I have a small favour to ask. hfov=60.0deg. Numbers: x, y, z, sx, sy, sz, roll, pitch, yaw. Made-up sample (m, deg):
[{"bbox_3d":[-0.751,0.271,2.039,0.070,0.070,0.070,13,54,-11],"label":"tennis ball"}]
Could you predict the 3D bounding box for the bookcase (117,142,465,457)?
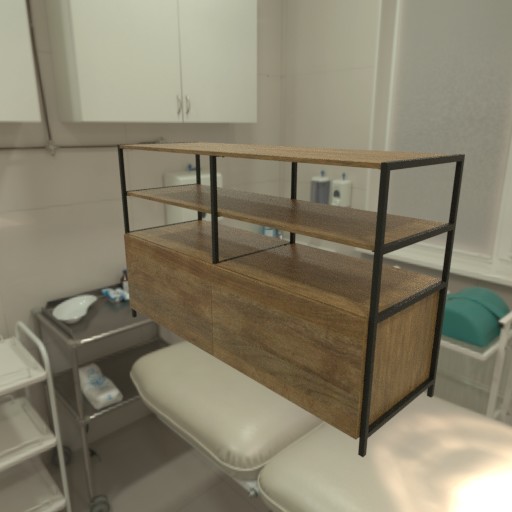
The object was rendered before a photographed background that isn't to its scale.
[{"bbox_3d":[0.000,0.000,1.507,0.391,0.712,1.149,-15,22,-41],"label":"bookcase"}]
